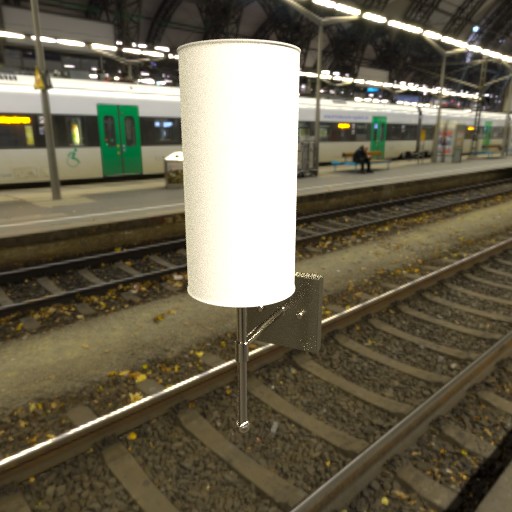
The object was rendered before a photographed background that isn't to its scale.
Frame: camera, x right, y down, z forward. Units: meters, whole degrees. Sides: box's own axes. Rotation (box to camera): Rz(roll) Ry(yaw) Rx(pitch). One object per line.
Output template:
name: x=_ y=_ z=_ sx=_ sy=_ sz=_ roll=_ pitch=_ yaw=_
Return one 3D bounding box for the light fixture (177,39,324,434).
light fixture: x=0.000 y=0.000 z=0.558 sx=0.128 sy=0.462 sz=0.208 roll=7 pitch=17 yaw=25
